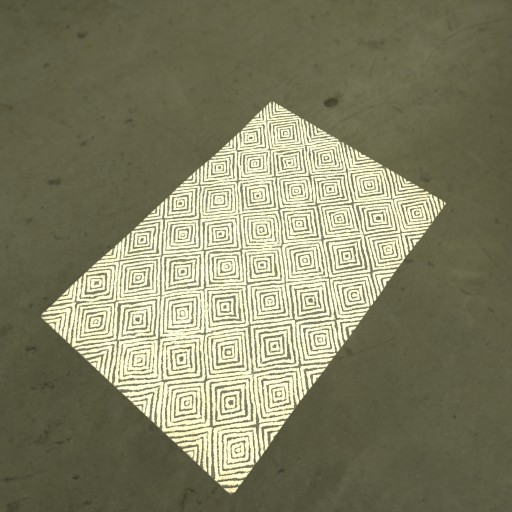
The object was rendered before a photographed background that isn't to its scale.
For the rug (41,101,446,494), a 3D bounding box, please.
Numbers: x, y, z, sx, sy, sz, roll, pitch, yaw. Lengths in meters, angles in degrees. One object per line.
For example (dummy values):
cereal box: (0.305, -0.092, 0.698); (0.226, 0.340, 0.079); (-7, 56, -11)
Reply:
rug: (0.000, 0.000, 2.203); (1.177, 0.004, 1.750); (36, 69, 16)
